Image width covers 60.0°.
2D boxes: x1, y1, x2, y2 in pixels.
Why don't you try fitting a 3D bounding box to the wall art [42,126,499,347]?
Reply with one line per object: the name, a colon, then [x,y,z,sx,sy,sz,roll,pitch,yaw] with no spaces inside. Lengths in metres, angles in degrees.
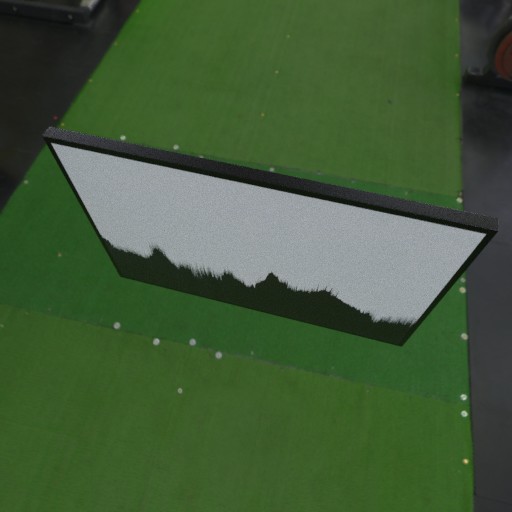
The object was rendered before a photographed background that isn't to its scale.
wall art: [0.000,0.000,0.816,0.659,0.446,0.022,13,60,8]
